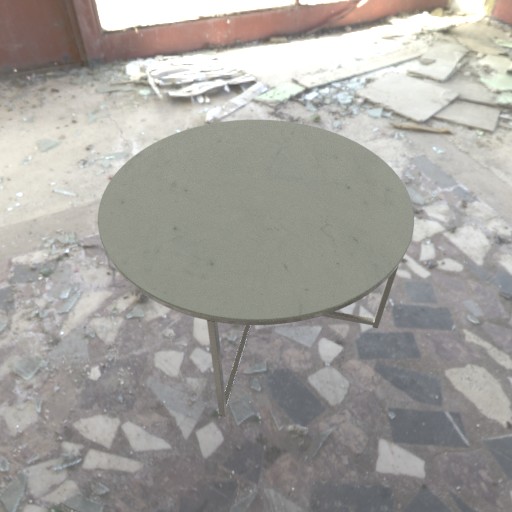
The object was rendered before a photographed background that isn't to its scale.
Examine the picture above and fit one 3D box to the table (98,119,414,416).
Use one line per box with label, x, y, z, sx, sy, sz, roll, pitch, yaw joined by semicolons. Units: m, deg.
table;0.000;0.000;1.314;0.800;0.450;0.800;0;45;0
